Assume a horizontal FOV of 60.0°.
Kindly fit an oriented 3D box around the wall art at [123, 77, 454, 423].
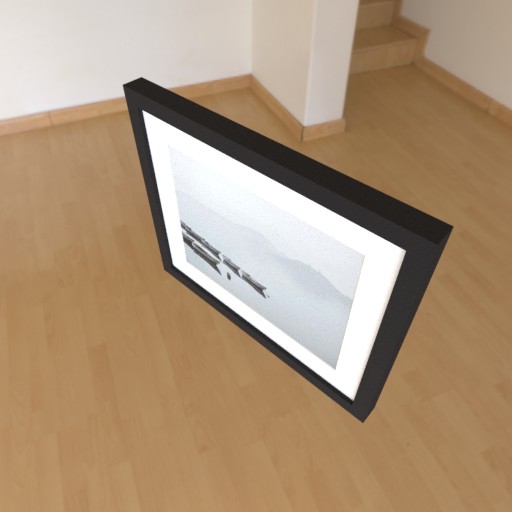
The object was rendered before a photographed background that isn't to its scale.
[{"bbox_3d":[0.000,0.000,0.553,0.397,0.325,0.028,33,55,28],"label":"wall art"}]
